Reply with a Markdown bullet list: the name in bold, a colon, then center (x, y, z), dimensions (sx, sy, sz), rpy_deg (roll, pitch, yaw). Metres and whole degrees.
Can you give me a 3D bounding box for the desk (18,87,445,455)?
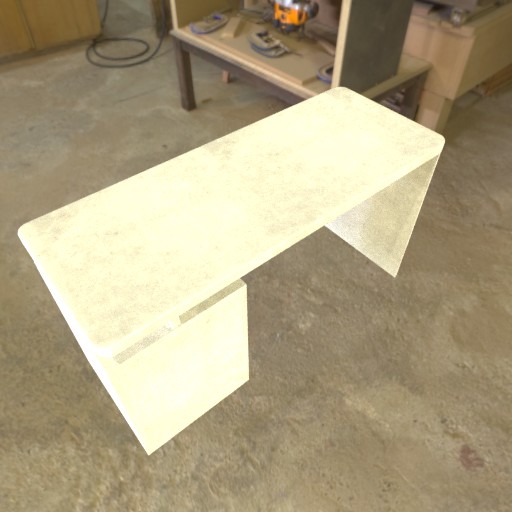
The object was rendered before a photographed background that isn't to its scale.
- **desk**: center (0.000, 0.000, 1.742), dimensions (1.400, 0.755, 0.550), rpy_deg (-31, 55, -25)
